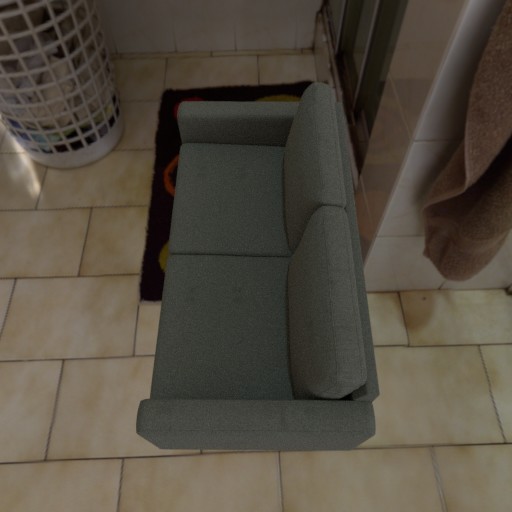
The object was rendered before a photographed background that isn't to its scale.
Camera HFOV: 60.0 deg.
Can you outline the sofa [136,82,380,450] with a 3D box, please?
[{"bbox_3d":[0.000,0.000,2.205,0.889,0.897,1.730,0,60,0],"label":"sofa"}]
